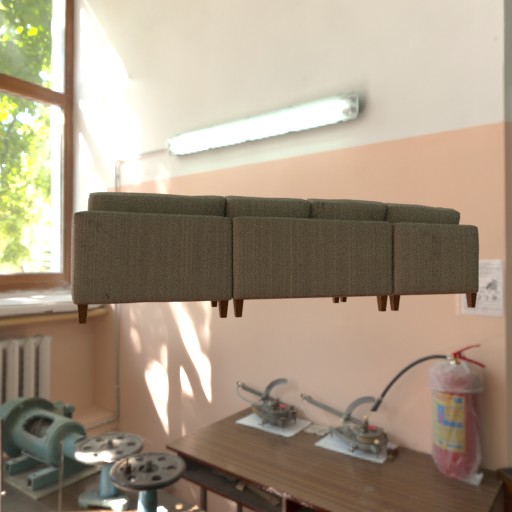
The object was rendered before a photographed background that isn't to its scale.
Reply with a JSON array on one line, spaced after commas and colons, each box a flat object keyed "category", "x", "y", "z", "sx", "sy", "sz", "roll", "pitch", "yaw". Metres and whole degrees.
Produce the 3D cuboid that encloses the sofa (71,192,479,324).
[{"category": "sofa", "x": 0.000, "y": 0.000, "z": 4.688, "sx": 3.460, "sy": 0.961, "sz": 2.594, "roll": 0, "pitch": -1, "yaw": -18}]
